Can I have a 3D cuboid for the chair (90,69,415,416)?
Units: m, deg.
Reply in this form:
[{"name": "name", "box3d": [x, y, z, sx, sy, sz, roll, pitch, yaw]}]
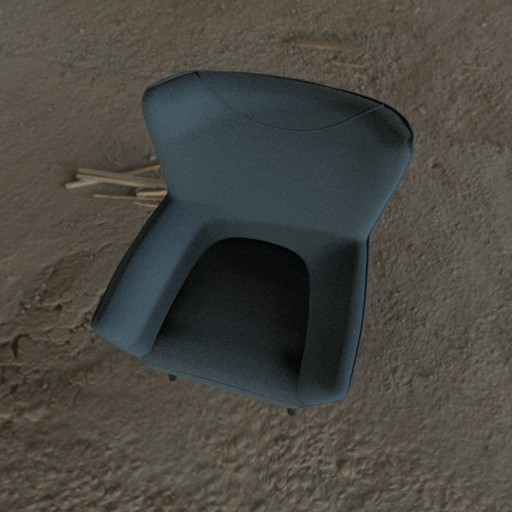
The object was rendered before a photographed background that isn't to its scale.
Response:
[{"name": "chair", "box3d": [0.000, 0.000, 1.527, 0.781, 0.933, 0.888, 13, 59, 8]}]
